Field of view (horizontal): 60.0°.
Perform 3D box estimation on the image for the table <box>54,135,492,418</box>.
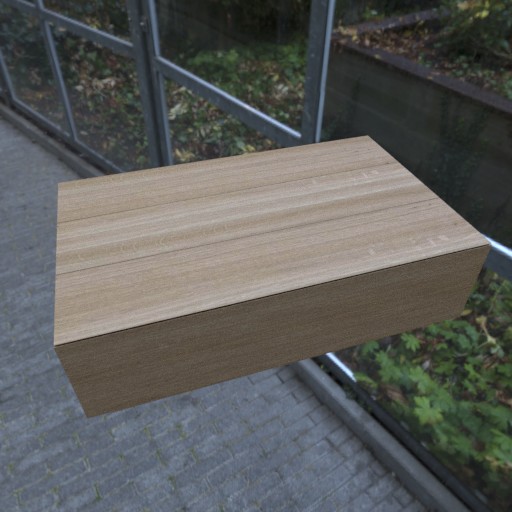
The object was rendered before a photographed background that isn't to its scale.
[{"bbox_3d":[0.000,0.000,1.414,1.110,0.353,0.678,-12,42,-13],"label":"table"}]
